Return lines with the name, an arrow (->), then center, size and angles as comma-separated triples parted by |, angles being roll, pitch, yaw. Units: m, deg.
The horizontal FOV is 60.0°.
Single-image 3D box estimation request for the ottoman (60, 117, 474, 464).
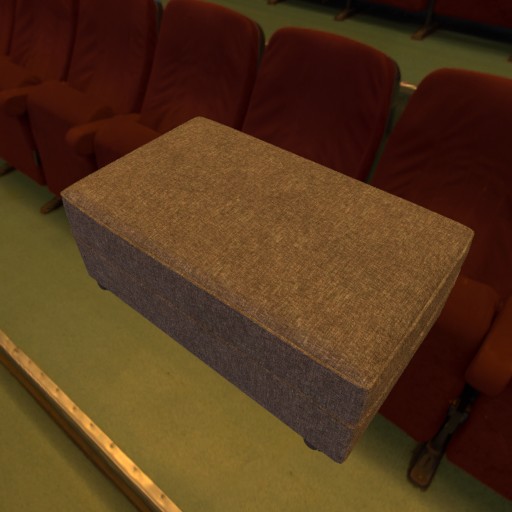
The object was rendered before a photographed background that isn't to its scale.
ottoman -> 0.000, 0.000, 1.538 | 1.184, 0.487, 0.717 | 30, 52, 26
